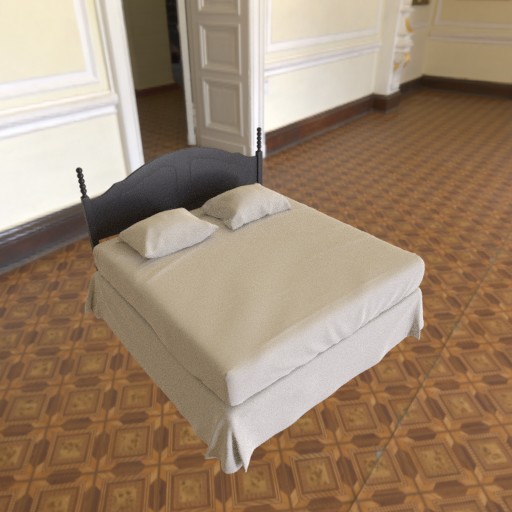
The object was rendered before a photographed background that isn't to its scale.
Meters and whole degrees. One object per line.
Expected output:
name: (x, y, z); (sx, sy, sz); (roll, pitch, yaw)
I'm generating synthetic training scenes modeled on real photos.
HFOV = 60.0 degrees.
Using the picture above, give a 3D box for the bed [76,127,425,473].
bed: (0.000, 0.000, 3.651); (2.322, 1.355, 2.219); (-23, 38, -33)
